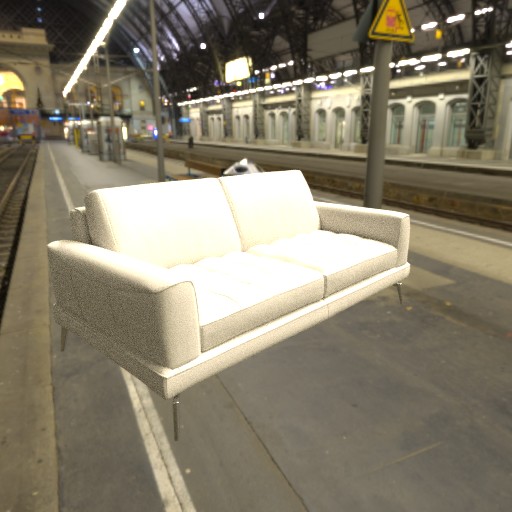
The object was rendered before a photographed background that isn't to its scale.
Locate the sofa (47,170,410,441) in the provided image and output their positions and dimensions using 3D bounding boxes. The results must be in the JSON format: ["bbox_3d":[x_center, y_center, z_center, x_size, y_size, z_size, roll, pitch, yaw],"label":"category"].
[{"bbox_3d":[0.000,0.000,2.777,1.121,0.930,2.177,15,21,42],"label":"sofa"}]
